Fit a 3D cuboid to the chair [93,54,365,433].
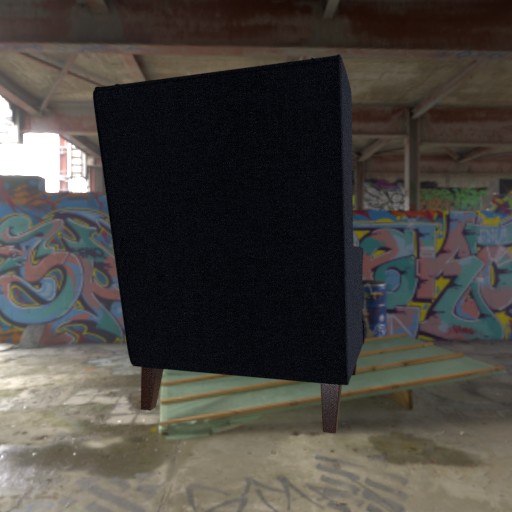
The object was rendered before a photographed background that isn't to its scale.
[{"bbox_3d":[0.000,0.000,1.698,0.764,1.072,0.947,0,1,18],"label":"chair"}]
